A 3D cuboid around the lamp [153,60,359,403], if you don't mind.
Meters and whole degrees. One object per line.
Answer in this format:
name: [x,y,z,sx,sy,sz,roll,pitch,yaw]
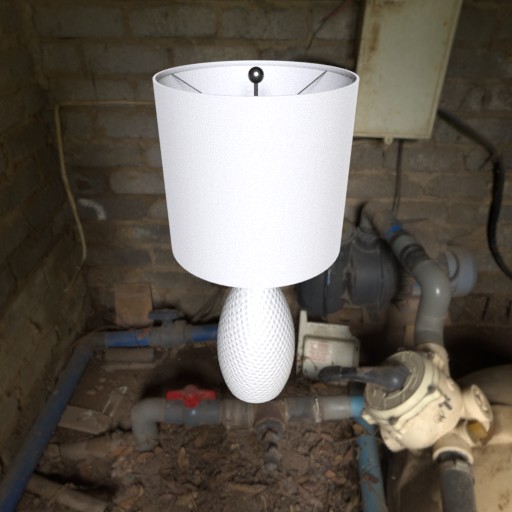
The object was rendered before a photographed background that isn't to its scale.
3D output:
lamp: [0.000,0.000,0.586,0.214,0.466,0.214,-21,37,-31]
